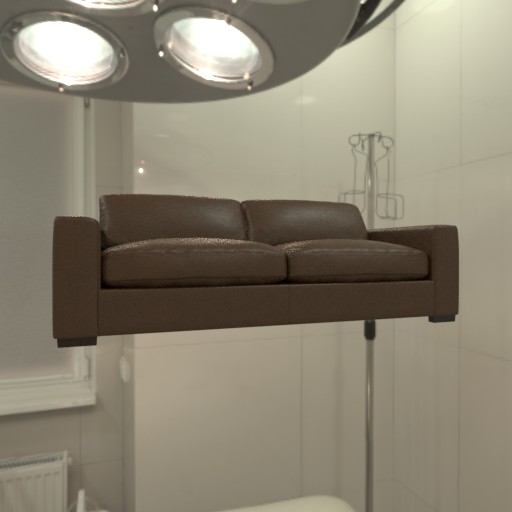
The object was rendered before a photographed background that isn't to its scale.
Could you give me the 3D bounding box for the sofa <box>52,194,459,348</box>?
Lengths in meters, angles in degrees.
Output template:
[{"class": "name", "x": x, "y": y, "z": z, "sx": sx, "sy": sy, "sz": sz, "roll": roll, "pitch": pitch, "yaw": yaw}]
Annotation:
[{"class": "sofa", "x": 0.000, "y": 0.000, "z": 2.790, "sx": 2.262, "sy": 0.801, "sz": 1.070, "roll": 0, "pitch": 1, "yaw": -19}]
